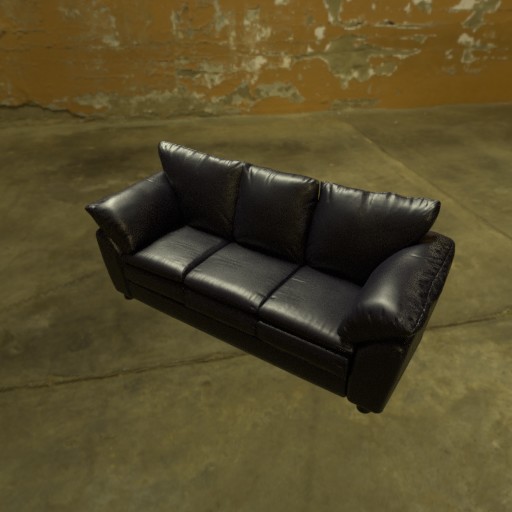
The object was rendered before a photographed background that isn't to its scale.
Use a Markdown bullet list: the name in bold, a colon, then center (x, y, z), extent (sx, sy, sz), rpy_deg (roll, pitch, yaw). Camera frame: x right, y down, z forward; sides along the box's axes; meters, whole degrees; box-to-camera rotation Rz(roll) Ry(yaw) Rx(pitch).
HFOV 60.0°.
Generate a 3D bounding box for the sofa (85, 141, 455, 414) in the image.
- **sofa**: center (0.000, 0.000, 2.943), extent (2.336, 1.073, 0.880), rpy_deg (19, 35, 29)
